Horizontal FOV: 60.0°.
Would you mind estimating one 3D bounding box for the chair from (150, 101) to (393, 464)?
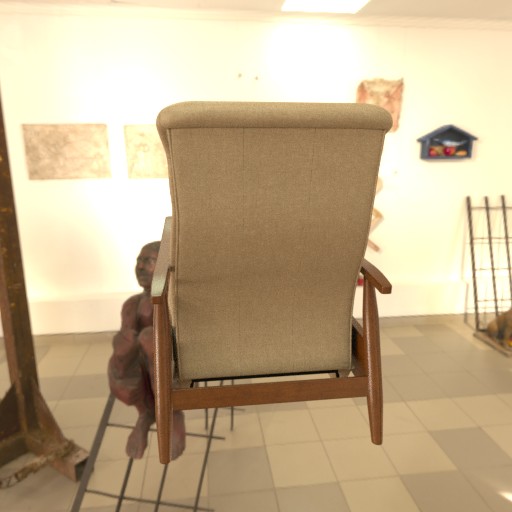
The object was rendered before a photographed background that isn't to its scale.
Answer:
[{"bbox_3d":[0.000,0.000,1.762,0.762,1.082,1.030,-2,14,-7],"label":"chair"}]
